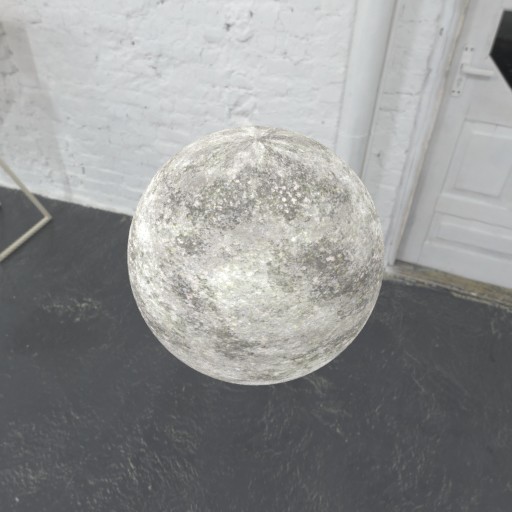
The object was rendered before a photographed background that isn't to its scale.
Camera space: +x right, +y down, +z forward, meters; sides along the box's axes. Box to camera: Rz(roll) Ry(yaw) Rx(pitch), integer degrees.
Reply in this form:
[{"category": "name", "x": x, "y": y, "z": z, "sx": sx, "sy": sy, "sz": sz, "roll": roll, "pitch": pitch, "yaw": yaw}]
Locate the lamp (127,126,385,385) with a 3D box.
[{"category": "lamp", "x": 0.000, "y": 0.000, "z": 0.757, "sx": 0.422, "sy": 0.429, "sz": 0.422, "roll": 0, "pitch": 40, "yaw": 0}]
